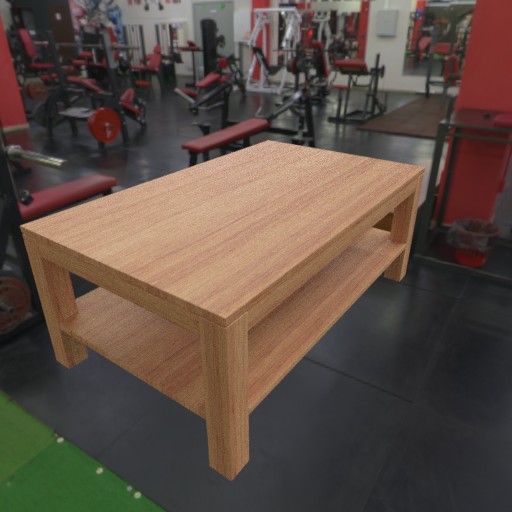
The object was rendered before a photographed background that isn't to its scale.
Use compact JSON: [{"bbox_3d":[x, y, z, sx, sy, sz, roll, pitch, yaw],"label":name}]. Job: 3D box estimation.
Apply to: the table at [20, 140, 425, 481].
[{"bbox_3d":[0.000,0.000,1.494,0.695,0.457,1.146,19,33,31],"label":"table"}]
